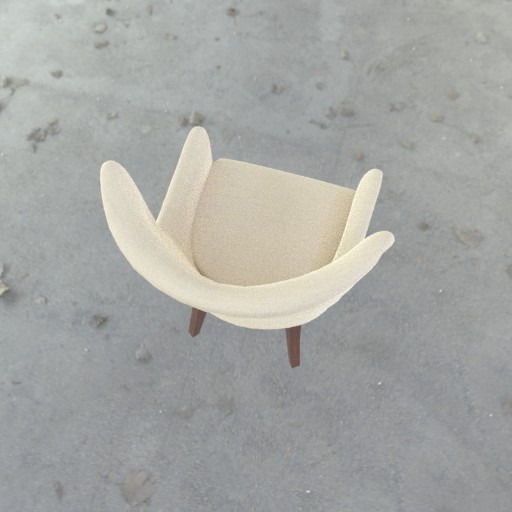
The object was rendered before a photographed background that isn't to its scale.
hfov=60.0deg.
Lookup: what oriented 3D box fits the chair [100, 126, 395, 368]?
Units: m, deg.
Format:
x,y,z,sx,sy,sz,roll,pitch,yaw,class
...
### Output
x,y,z,sx,sy,sz,roll,pitch,yaw,class
0.000,0.000,1.466,0.696,0.990,0.744,15,64,8,chair
